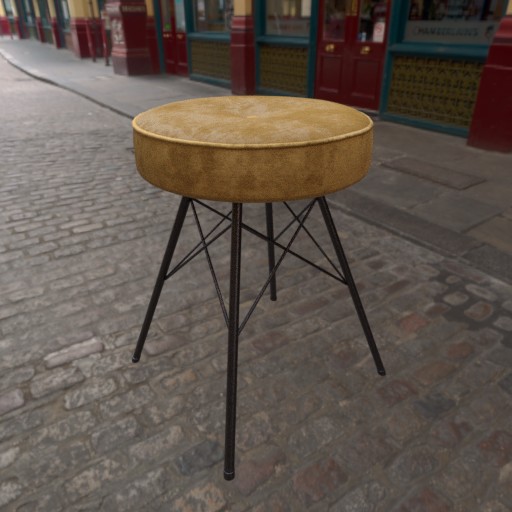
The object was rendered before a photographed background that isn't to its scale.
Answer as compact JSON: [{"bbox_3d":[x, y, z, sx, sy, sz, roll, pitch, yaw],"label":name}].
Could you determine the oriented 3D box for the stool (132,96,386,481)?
[{"bbox_3d":[0.000,0.000,0.925,0.472,0.595,0.438,-18,33,-31],"label":"stool"}]
